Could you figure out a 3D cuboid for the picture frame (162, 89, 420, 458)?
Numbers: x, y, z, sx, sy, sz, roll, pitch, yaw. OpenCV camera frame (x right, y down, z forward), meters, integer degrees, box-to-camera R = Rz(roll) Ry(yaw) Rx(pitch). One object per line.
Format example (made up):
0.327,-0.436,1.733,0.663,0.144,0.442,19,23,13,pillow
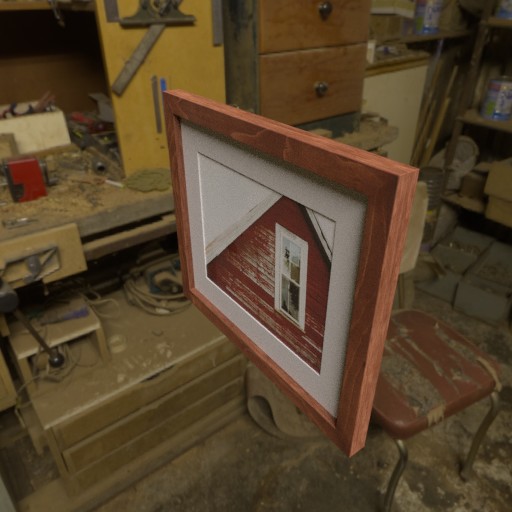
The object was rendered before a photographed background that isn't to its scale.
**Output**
0.000,0.000,0.544,0.025,0.330,0.381,-21,37,-31,picture frame
